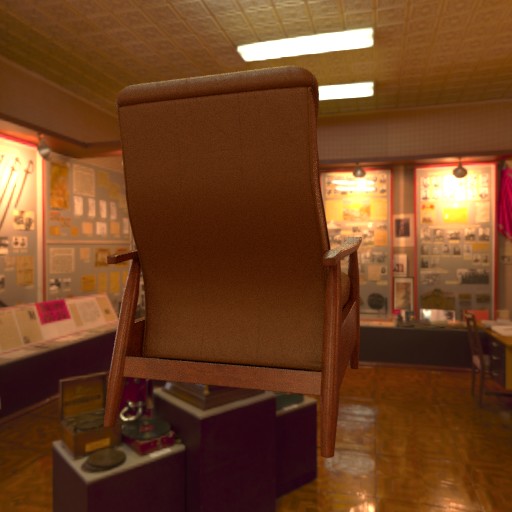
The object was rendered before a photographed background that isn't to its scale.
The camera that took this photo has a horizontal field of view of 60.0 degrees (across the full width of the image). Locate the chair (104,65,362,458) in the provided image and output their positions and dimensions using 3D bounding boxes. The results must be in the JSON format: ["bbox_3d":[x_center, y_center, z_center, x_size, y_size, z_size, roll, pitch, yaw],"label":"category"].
[{"bbox_3d":[0.000,0.000,1.770,0.762,1.082,1.014,0,1,17],"label":"chair"}]
